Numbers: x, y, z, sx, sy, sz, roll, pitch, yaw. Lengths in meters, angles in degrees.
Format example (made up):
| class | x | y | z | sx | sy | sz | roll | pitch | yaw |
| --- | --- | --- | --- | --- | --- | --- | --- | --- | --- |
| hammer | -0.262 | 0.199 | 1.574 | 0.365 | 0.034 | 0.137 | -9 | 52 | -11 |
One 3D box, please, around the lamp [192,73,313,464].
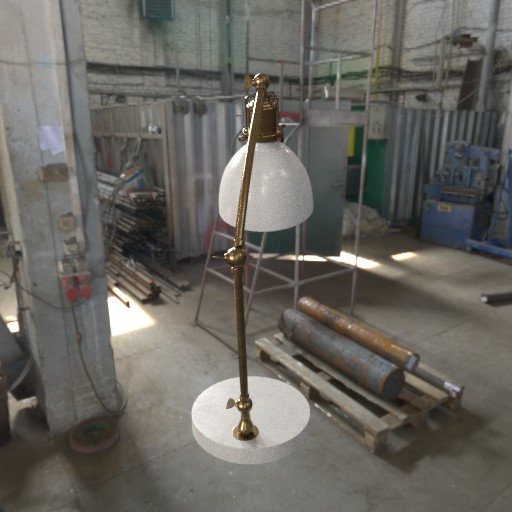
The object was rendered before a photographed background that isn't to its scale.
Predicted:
| class | x | y | z | sx | sy | sz | roll | pitch | yaw |
| --- | --- | --- | --- | --- | --- | --- | --- | --- | --- |
| lamp | 0.000 | 0.000 | 0.676 | 0.186 | 0.522 | 0.317 | 3 | 16 | 9 |
